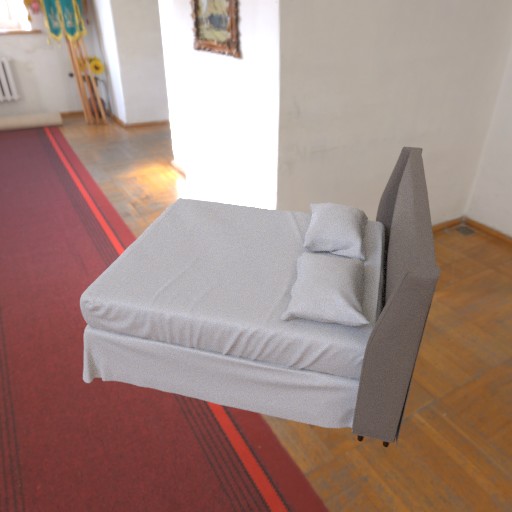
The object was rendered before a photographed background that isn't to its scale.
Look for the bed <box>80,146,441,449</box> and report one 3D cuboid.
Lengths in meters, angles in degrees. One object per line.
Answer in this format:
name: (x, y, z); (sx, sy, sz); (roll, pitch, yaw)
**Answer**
bed: (0.000, 0.000, 3.375); (2.276, 1.332, 1.925); (8, 33, 13)
